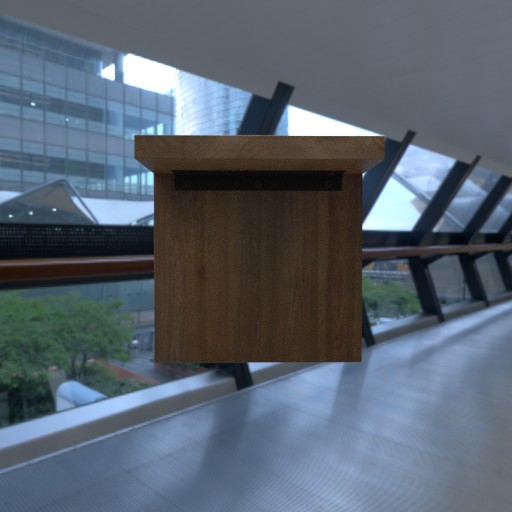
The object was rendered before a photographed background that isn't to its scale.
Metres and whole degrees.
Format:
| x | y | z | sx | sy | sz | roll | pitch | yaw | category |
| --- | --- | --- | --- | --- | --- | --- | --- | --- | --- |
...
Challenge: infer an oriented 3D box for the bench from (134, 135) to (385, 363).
| x | y | z | sx | sy | sz | roll | pitch | yaw | category |
| --- | --- | --- | --- | --- | --- | --- | --- | --- | --- |
| 0.000 | 0.000 | 1.404 | 0.458 | 0.458 | 1.183 | 0 | 1 | -1 | bench |
